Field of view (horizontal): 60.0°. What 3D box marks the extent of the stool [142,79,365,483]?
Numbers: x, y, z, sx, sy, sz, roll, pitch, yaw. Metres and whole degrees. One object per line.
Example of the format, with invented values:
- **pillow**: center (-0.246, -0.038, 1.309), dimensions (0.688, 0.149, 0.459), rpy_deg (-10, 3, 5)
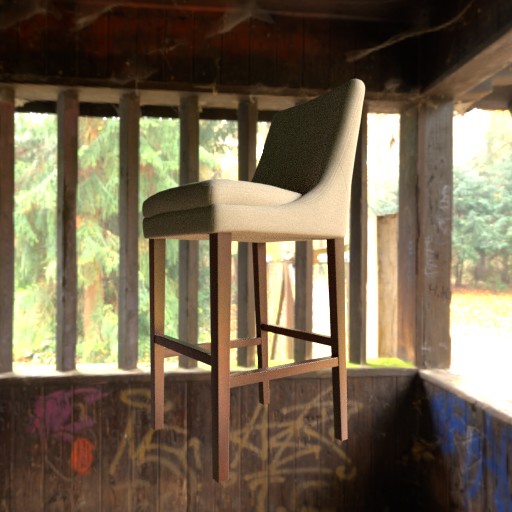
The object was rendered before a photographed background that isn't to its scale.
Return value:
- **stool**: center (0.000, 0.000, 1.367), dimensions (0.577, 1.078, 0.470), rpy_deg (0, 0, -35)
